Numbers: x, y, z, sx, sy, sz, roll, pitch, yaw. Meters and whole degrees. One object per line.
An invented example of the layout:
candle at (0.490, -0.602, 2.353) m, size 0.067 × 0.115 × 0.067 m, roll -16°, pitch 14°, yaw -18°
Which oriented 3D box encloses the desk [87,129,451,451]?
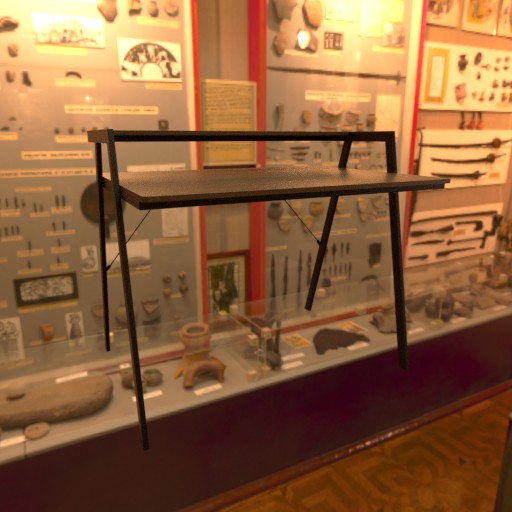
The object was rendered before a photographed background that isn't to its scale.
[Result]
desk at (0.000, 0.000, 1.832) m, size 1.143 × 0.998 × 0.936 m, roll -7°, pitch 17°, yaw -26°
